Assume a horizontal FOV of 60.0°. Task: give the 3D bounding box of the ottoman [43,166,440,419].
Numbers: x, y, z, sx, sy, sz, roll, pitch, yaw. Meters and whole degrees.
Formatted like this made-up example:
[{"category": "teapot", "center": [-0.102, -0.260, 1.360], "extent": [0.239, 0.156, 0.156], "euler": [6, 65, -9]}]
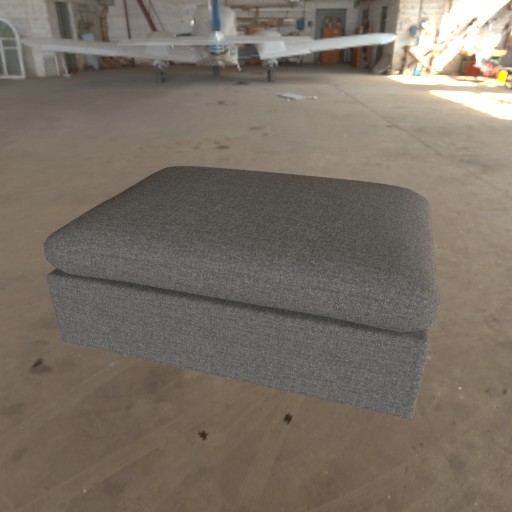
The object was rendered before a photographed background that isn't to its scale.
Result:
[{"category": "ottoman", "center": [0.000, 0.000, 1.428], "extent": [1.041, 0.483, 0.711], "euler": [8, 29, 15]}]
